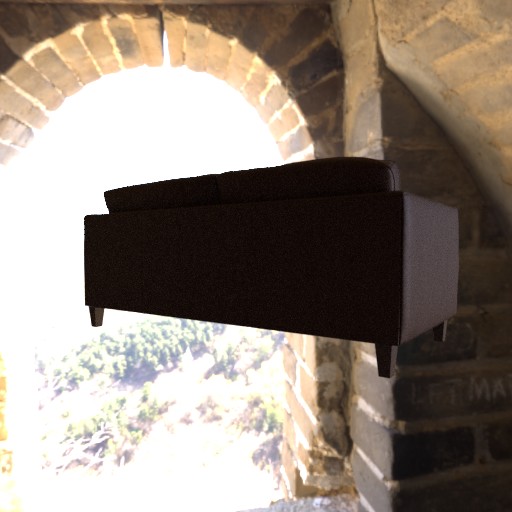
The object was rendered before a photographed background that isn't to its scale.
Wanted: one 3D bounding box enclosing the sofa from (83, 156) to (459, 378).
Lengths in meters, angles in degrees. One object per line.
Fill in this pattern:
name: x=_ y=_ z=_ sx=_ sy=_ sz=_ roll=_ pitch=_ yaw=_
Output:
sofa: x=0.000 y=0.000 z=2.498 sx=1.971 sy=0.863 sz=0.923 roll=1 pitch=1 yaw=36
